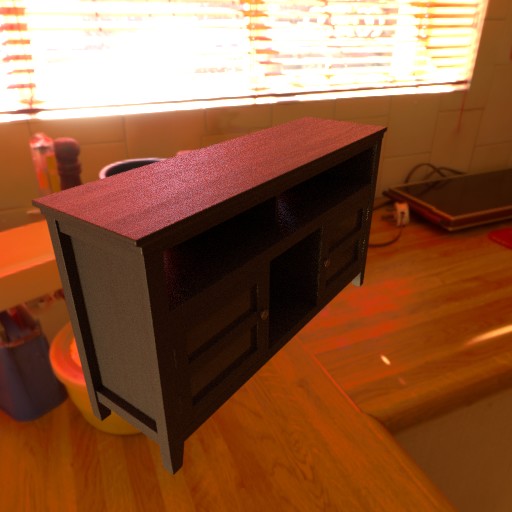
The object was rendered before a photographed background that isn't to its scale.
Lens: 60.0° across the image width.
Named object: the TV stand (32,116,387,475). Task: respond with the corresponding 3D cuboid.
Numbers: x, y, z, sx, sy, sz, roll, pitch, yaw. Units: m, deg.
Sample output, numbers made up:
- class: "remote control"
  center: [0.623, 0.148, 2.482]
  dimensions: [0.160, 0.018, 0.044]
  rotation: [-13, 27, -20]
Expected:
- class: "TV stand"
  center: [0.000, 0.000, 1.467]
  dimensions: [0.347, 0.681, 1.198]
  rotation: [19, 33, 31]
